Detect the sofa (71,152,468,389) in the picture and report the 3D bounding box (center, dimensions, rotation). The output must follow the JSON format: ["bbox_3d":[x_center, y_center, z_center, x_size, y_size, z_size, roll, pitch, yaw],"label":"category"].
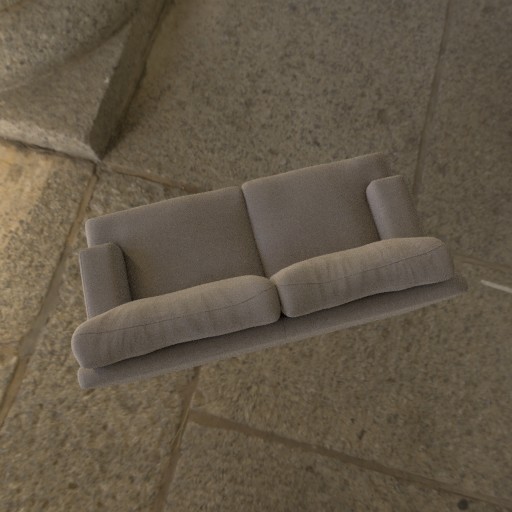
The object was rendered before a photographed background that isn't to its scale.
[{"bbox_3d":[0.000,0.000,2.414,1.855,0.980,0.962,-14,76,-3],"label":"sofa"}]
